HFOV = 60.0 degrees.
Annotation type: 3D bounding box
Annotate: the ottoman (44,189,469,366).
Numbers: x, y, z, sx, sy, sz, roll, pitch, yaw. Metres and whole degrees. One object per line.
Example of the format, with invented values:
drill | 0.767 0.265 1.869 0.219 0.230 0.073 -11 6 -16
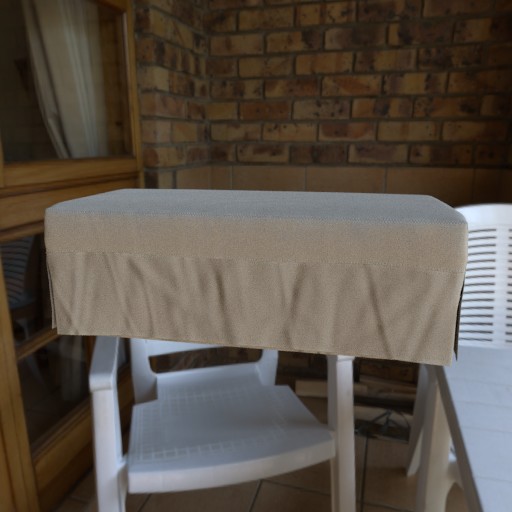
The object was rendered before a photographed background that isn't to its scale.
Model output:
ottoman | 0.000 0.000 1.699 1.388 0.457 0.665 3 15 10
